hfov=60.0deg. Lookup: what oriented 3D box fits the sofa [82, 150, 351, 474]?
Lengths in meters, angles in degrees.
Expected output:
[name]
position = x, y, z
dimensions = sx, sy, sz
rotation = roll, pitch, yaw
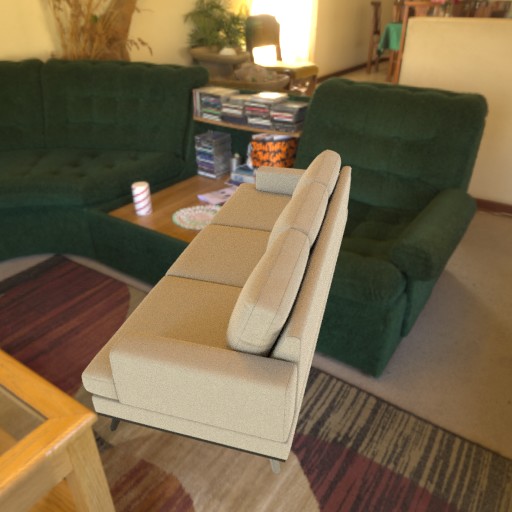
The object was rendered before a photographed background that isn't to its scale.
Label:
[sofa]
position = 0.000, 0.000, 2.720
dimensions = 0.920, 0.810, 2.310
rotation = 8, 32, 14
